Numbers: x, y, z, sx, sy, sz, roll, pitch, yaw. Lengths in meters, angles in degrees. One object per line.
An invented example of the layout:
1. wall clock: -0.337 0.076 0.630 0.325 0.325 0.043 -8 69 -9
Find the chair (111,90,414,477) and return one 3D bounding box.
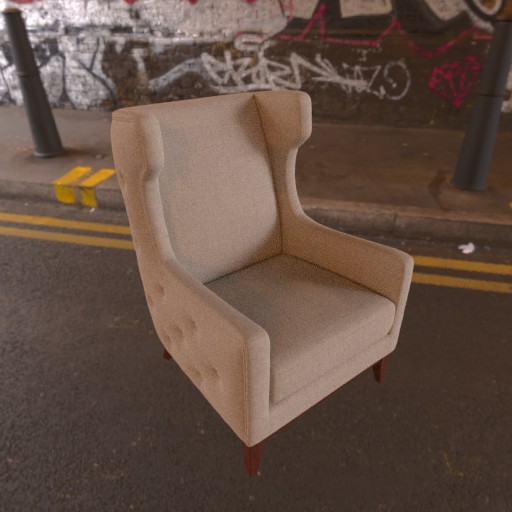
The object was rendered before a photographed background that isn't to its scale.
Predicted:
1. chair: 0.000 0.000 1.666 0.778 1.079 0.899 -21 35 -33
